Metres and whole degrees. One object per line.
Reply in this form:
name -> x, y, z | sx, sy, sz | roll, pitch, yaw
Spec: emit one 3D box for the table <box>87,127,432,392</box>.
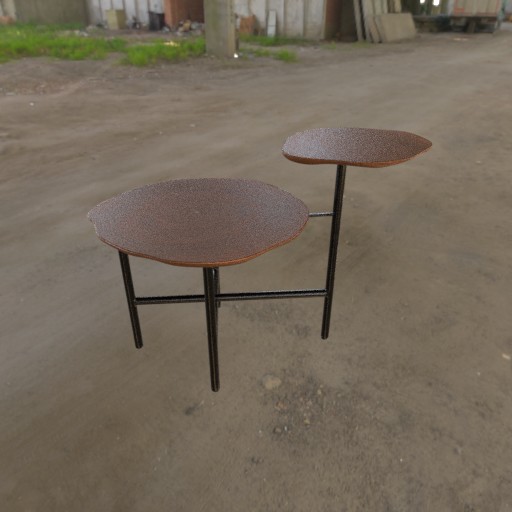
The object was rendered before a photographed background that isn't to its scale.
table -> 0.000, 0.000, 1.067 | 0.759, 0.538, 0.442 | -2, 30, -3
